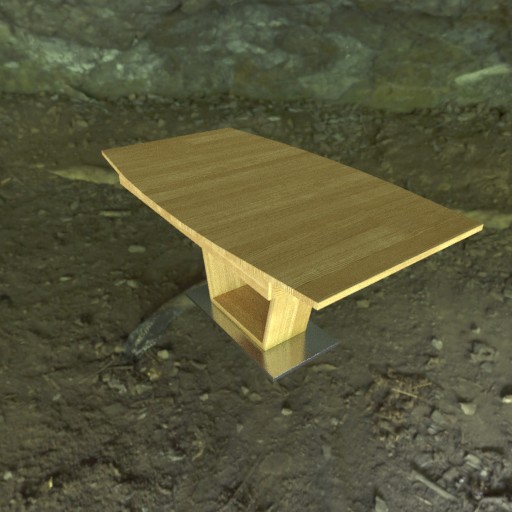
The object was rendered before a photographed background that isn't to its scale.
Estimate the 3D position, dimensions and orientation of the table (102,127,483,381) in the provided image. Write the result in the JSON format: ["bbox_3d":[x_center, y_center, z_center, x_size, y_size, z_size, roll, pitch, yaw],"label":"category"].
[{"bbox_3d":[0.000,0.000,2.073,0.900,0.748,1.598,-20,36,-30],"label":"table"}]
